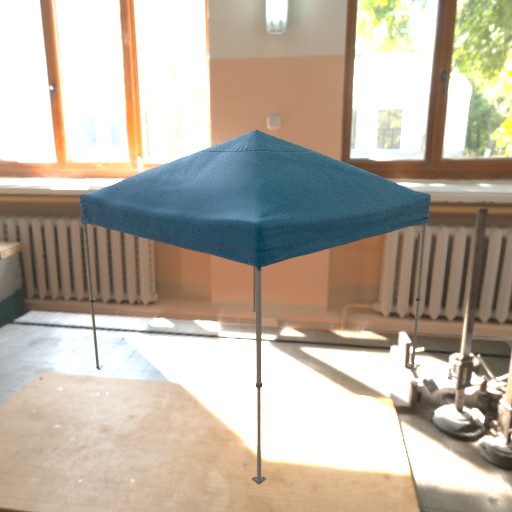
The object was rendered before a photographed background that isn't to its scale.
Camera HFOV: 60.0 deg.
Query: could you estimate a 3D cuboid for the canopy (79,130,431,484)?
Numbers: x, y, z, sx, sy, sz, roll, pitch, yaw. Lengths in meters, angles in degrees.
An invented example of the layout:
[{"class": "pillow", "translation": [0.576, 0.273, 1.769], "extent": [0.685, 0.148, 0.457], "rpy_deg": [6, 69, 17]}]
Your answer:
[{"class": "canopy", "translation": [0.000, 0.000, 5.464], "extent": [2.996, 2.997, 2.998], "rpy_deg": [13, 19, 43]}]
